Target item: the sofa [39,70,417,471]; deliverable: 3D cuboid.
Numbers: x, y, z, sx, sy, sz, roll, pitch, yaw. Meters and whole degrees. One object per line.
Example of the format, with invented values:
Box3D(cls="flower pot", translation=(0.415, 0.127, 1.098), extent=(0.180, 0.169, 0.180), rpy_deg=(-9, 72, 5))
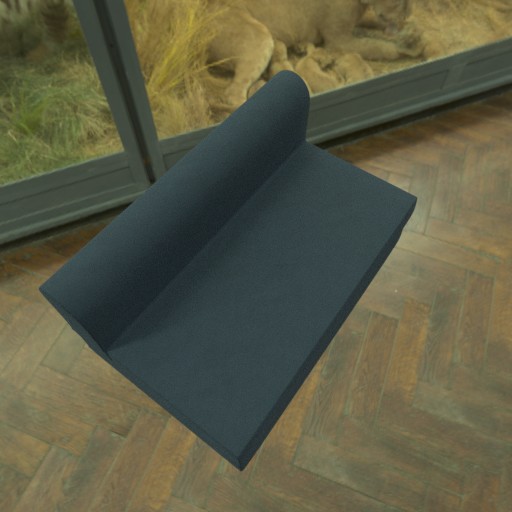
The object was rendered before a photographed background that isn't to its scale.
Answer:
Box3D(cls="sofa", translation=(0.000, 0.000, 1.665), extent=(0.762, 0.660, 1.219), rpy_deg=(32, 64, 18))
